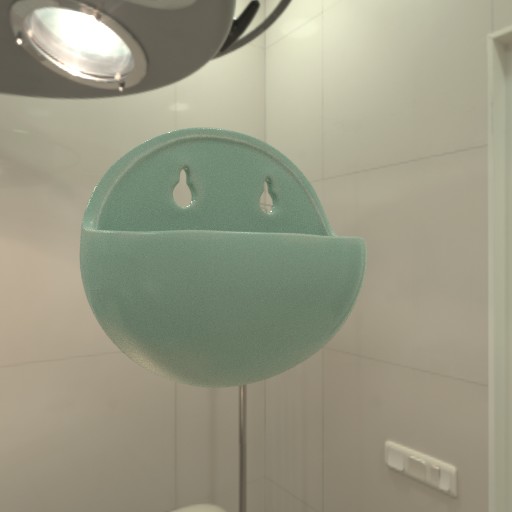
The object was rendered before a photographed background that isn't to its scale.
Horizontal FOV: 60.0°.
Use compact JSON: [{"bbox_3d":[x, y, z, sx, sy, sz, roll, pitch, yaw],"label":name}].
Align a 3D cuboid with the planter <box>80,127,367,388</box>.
[{"bbox_3d":[0.000,0.000,0.263,0.189,0.164,0.073,0,0,-35],"label":"planter"}]
